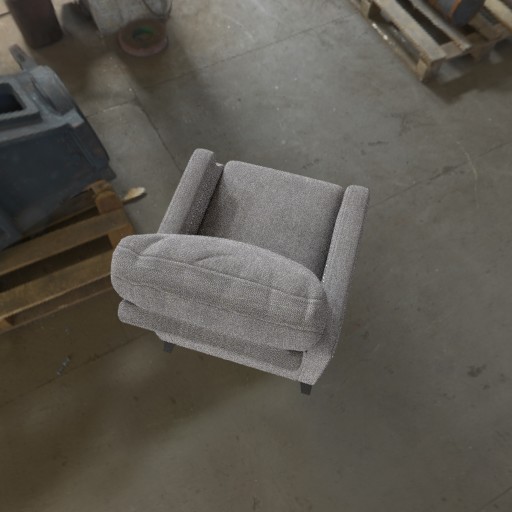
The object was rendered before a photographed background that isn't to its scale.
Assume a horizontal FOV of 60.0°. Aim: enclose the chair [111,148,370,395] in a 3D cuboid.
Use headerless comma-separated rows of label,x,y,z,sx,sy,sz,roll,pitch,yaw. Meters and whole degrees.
chair,0.000,0.000,1.656,0.710,1.049,0.922,15,64,7
